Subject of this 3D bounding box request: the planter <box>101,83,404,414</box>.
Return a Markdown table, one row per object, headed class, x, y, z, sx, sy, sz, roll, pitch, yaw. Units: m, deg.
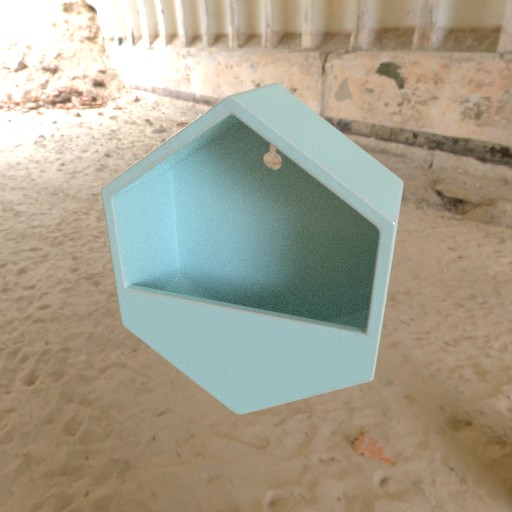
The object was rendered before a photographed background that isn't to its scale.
| class | x | y | z | sx | sy | sz | roll | pitch | yaw |
| --- | --- | --- | --- | --- | --- | --- | --- | --- | --- |
| planter | 0.000 | 0.000 | 0.290 | 0.169 | 0.207 | 0.078 | 9 | 27 | 17 |
